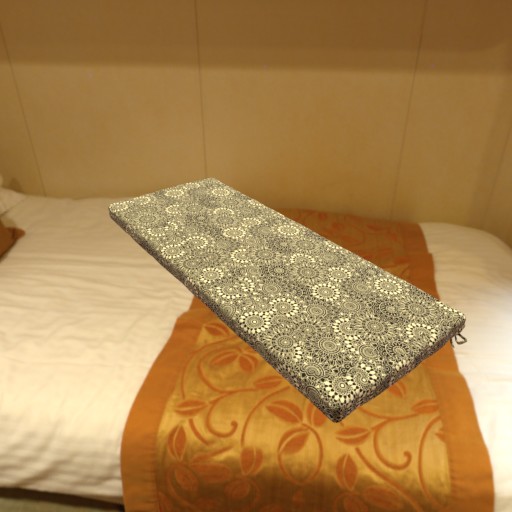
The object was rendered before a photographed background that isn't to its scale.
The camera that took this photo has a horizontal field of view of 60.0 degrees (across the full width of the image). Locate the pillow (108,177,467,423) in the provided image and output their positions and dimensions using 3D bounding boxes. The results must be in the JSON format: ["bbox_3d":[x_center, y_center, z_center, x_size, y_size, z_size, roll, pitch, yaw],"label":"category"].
[{"bbox_3d":[0.000,0.000,1.359,0.492,0.081,1.187,-22,38,-31],"label":"pillow"}]
